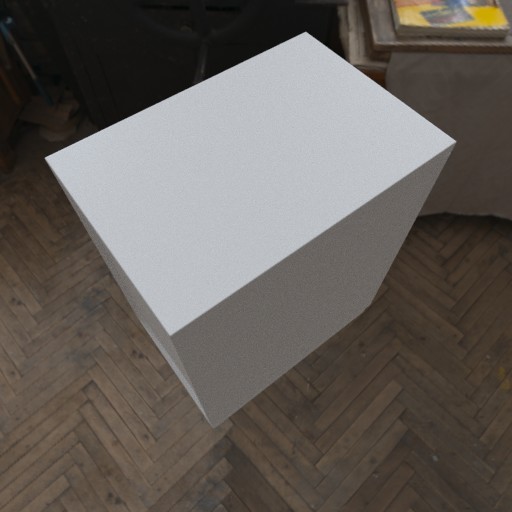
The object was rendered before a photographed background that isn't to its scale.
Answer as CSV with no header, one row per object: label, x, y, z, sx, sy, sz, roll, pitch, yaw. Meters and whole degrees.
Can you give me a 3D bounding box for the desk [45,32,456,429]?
desk,0.000,0.000,1.081,0.600,0.730,0.404,-33,65,-18
